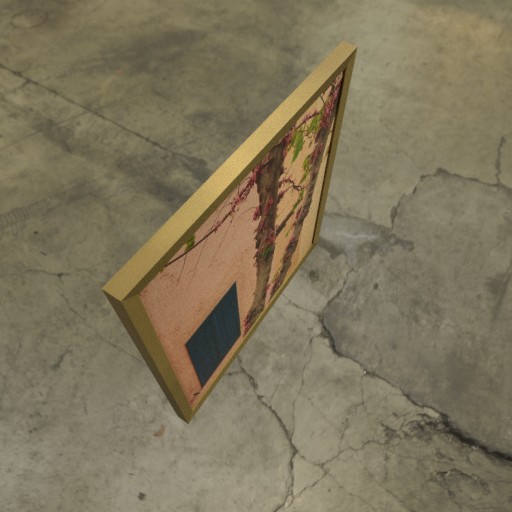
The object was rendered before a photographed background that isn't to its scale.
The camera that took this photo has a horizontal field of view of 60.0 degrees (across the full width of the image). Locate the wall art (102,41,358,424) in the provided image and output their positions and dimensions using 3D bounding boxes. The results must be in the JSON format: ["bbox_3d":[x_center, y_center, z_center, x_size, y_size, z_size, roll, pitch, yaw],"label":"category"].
[{"bbox_3d":[0.000,0.000,1.136,0.038,0.762,0.762,29,61,18],"label":"wall art"}]
